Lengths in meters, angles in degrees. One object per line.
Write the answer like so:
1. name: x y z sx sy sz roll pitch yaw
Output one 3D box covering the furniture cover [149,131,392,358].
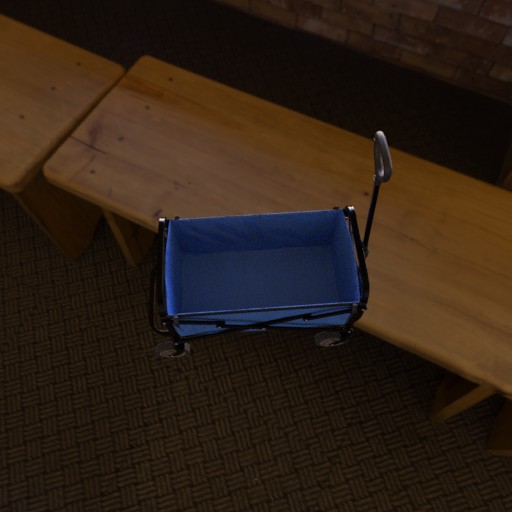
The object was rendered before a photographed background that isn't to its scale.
1. furniture cover: 0.000 0.000 1.837 1.038 1.295 0.532 -4 63 -2
